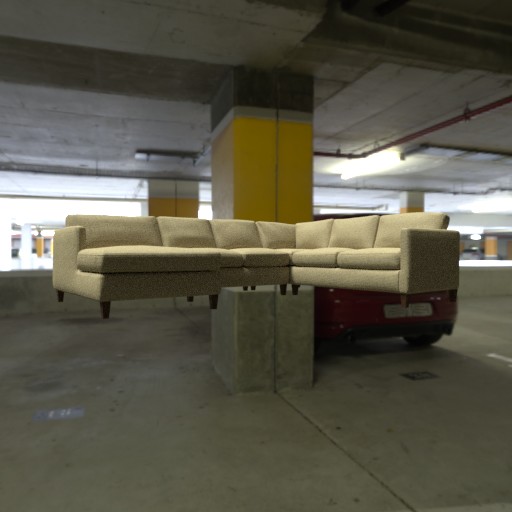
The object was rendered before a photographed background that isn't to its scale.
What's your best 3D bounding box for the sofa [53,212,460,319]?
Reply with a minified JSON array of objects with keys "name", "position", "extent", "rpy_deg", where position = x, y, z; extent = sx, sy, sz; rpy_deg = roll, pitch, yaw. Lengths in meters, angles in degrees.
[{"name":"sofa","position":[0.000,0.000,4.625],"extent":[3.460,0.959,2.593],"rpy_deg":[0,0,-36]}]
